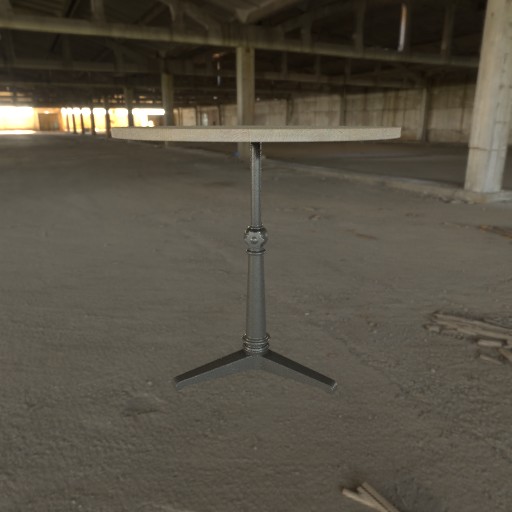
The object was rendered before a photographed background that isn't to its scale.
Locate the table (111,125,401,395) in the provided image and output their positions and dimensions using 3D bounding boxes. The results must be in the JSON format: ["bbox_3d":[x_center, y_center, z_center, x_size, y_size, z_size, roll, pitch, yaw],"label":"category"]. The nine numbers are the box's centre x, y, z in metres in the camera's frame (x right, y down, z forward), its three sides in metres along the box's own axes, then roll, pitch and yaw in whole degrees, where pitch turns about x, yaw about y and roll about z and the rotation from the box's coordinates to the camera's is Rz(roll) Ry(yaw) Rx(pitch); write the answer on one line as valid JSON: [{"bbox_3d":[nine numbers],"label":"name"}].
[{"bbox_3d":[0.000,0.000,1.394,0.800,0.780,0.800,0,17,0],"label":"table"}]
